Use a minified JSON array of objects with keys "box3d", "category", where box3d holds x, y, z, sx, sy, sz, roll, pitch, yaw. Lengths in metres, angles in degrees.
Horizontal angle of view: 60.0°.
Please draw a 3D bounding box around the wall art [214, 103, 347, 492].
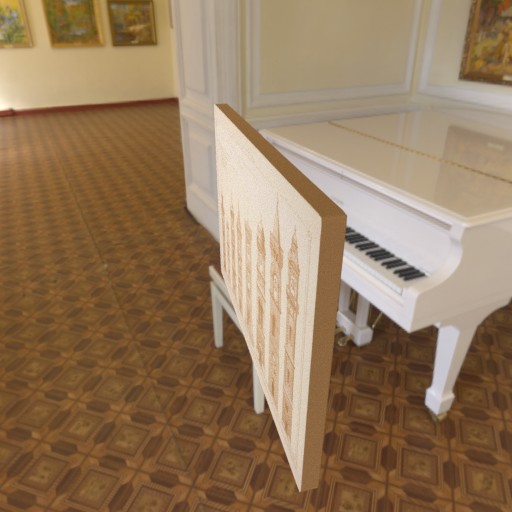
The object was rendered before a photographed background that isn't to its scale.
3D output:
[{"box3d":[0.000,0.000,0.477,0.019,0.254,0.380,-7,29,-12],"category":"wall art"}]
